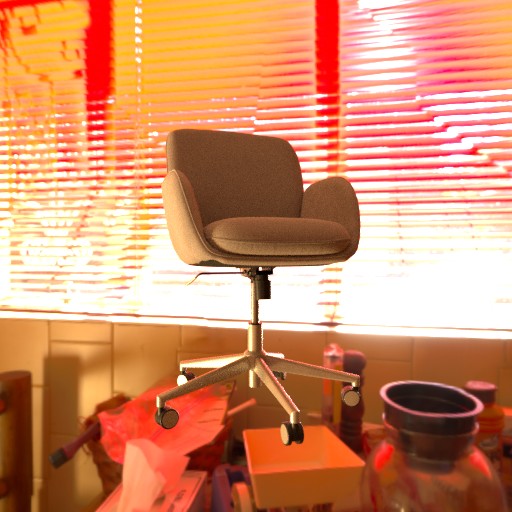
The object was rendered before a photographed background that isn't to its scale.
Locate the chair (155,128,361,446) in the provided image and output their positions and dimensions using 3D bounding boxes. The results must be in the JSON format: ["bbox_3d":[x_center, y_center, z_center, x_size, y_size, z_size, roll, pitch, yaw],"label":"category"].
[{"bbox_3d":[0.000,0.000,1.414,0.648,0.959,0.654,0,0,-18],"label":"chair"}]
